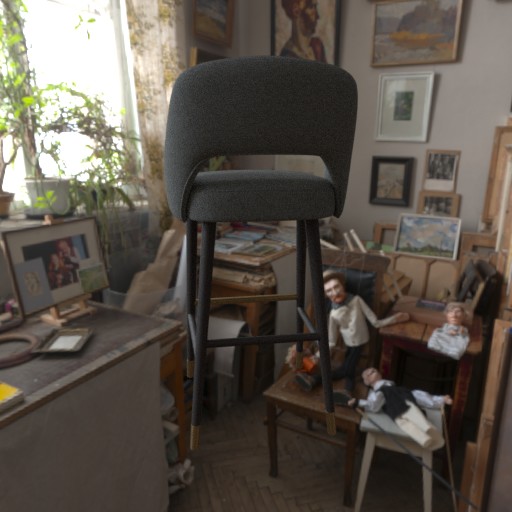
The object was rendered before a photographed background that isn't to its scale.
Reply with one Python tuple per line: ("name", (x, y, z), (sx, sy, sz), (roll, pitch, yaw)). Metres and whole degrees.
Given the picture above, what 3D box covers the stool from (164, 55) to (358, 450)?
("stool", (0.000, 0.000, 1.398), (0.536, 1.089, 0.524), (-2, 15, -9))
